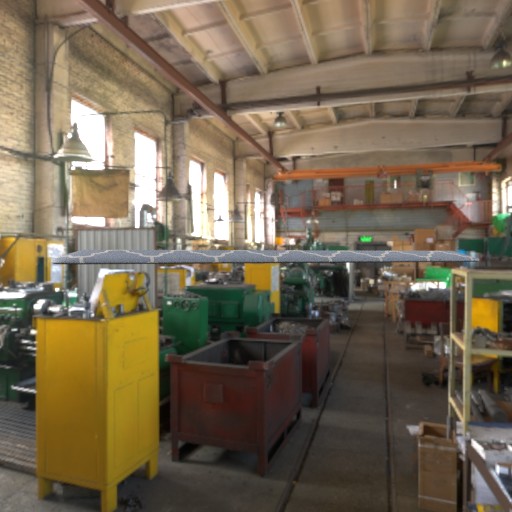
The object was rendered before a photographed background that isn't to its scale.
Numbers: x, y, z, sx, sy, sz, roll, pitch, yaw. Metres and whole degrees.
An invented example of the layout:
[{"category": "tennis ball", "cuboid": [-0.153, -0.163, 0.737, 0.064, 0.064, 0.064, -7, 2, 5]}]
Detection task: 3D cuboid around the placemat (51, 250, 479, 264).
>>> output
[{"category": "placemat", "cuboid": [0.000, 0.000, 0.965, 0.762, 0.021, 0.508, 0, 0, -18]}]
